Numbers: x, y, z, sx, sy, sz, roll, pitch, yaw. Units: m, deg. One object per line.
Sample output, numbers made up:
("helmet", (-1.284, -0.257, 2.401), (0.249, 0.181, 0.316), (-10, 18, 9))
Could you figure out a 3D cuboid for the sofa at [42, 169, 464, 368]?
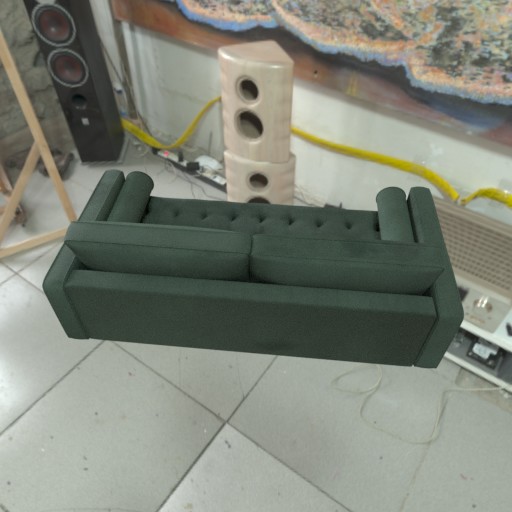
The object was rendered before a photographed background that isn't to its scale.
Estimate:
("sofa", (0.000, 0.000, 2.350), (1.880, 0.772, 0.916), (4, 47, 4))
